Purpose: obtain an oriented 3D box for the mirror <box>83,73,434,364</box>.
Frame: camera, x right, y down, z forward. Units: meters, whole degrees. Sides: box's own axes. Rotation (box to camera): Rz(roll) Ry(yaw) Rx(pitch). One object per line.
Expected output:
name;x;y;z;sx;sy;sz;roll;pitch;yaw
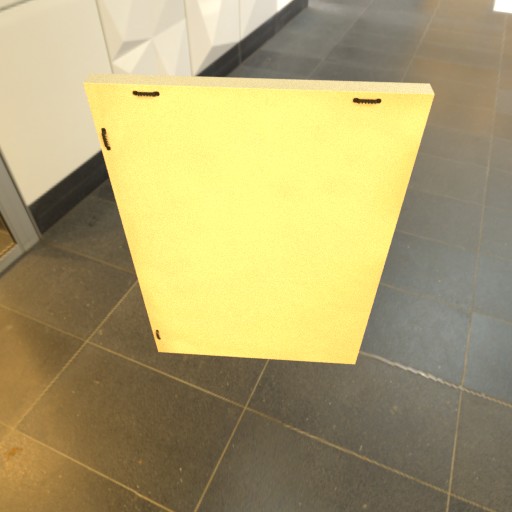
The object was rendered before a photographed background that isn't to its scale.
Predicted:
mirror;0.000;0.000;0.898;0.507;0.710;0.040;3;45;3
